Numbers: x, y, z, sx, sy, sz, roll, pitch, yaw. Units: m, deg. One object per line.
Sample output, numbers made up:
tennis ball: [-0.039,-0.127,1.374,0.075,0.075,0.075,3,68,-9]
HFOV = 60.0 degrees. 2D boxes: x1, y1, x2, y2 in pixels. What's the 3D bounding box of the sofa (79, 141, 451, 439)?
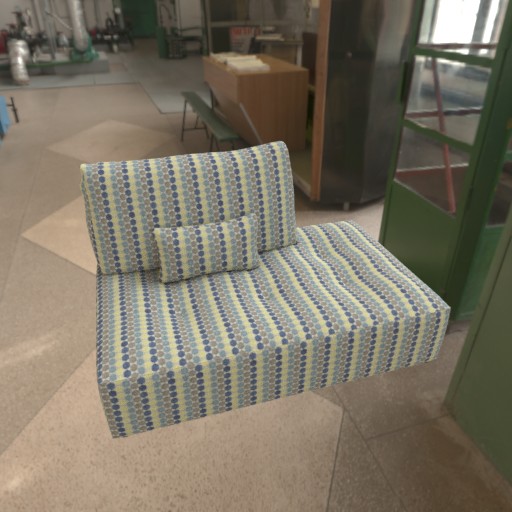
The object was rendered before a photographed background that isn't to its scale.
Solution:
sofa: [0.000,0.000,2.024,1.450,0.820,1.000,-9,32,-15]
